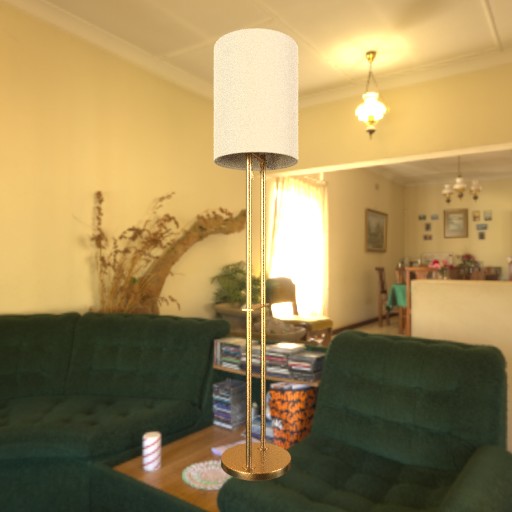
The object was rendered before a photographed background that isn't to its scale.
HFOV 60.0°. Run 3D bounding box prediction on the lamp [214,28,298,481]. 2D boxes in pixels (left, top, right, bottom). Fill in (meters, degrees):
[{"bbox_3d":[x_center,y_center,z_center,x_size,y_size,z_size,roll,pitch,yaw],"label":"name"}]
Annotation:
[{"bbox_3d":[0.000,0.000,1.607,0.305,1.500,0.306,0,-1,18],"label":"lamp"}]
